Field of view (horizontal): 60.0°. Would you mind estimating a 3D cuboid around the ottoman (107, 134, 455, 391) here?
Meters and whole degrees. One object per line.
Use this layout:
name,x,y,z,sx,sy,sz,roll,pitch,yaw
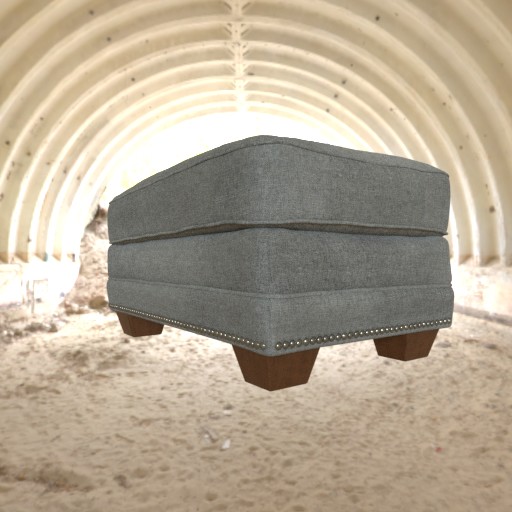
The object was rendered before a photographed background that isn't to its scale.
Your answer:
ottoman,0.000,0.000,1.155,0.561,0.457,0.813,0,0,-36
